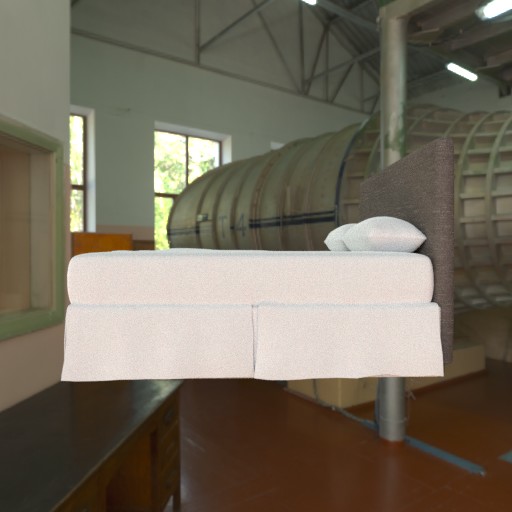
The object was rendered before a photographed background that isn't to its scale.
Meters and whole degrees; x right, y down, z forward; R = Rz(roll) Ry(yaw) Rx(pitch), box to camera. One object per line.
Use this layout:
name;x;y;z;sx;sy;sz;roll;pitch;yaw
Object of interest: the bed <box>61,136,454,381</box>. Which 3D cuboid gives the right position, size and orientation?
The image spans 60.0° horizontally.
bed;0.000;0.000;3.161;2.142;1.330;1.723;0;1;-1
